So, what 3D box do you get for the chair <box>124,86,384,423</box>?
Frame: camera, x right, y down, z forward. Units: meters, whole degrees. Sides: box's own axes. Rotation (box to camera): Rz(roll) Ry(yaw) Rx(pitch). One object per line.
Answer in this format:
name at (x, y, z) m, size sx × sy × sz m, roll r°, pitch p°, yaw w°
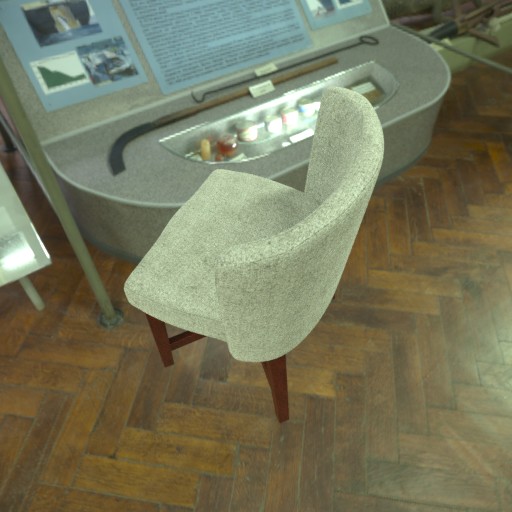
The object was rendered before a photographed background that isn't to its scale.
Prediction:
chair at (0.000, 0.000, 1.318) m, size 0.575 × 0.827 × 0.728 m, roll 17°, pitch 50°, yaw 15°
